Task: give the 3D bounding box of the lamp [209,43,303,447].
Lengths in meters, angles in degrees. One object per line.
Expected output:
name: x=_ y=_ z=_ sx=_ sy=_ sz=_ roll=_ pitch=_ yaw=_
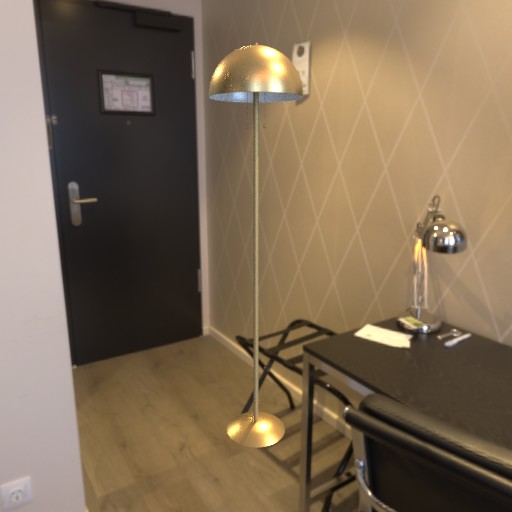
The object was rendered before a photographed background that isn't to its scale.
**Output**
lamp: x=0.000 y=0.000 z=1.673 sx=0.328 sy=1.480 sz=0.328 roll=7 pitch=15 yaw=26
